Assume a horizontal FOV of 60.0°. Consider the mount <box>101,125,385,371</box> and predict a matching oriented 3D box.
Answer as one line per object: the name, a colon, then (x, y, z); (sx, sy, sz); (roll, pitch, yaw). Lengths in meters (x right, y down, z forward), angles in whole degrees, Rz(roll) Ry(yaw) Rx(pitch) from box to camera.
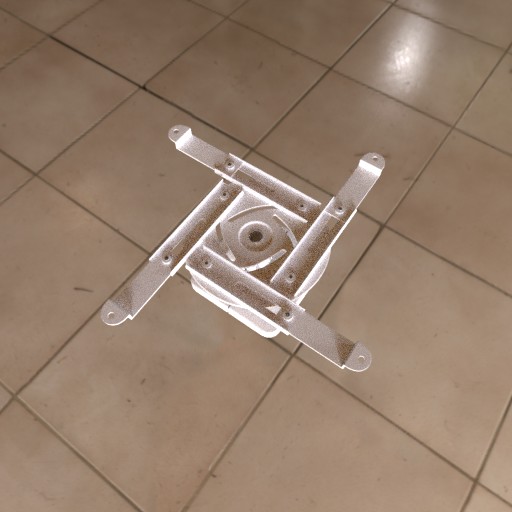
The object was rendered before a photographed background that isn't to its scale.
mount: (0.000, 0.000, 0.616); (0.394, 0.141, 0.394); (32, 66, 16)
